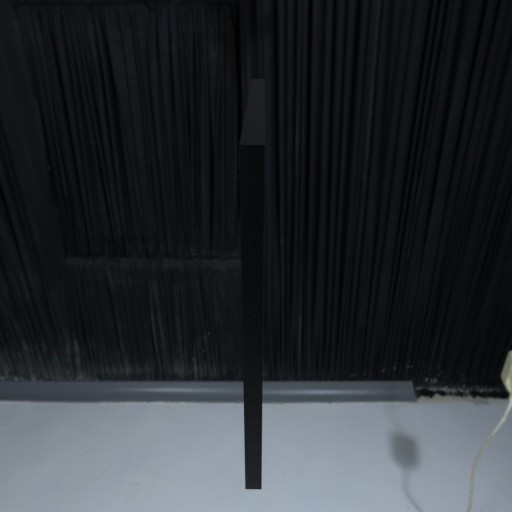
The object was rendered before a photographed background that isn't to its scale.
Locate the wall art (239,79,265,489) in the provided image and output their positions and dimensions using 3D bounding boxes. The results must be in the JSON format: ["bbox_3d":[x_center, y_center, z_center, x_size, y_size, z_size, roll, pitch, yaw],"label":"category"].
[{"bbox_3d":[0.000,0.000,1.126,0.036,0.755,0.756,0,28,1],"label":"wall art"}]
